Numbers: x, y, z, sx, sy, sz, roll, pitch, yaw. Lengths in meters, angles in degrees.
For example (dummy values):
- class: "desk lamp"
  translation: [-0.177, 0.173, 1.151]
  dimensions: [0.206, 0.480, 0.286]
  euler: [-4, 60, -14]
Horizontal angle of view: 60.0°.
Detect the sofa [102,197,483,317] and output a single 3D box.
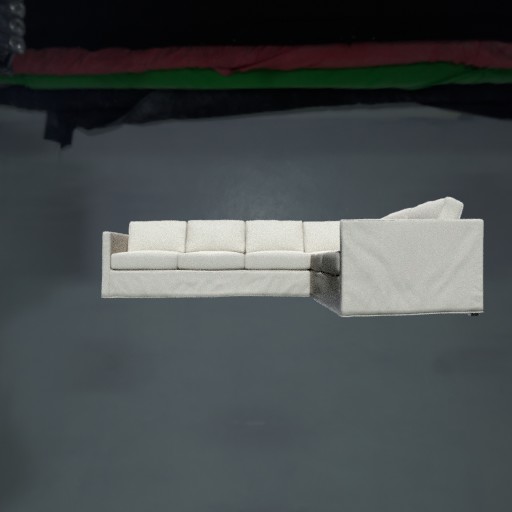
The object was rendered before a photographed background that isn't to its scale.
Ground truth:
- class: "sofa"
  translation: [0.000, 0.000, 4.294]
  dimensions: [3.182, 0.871, 2.432]
  euler: [0, 0, -1]
